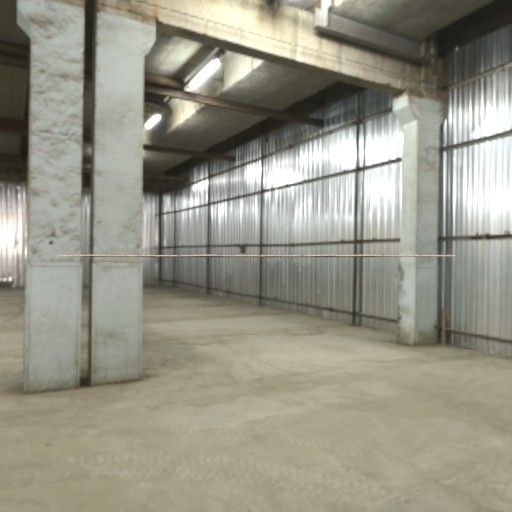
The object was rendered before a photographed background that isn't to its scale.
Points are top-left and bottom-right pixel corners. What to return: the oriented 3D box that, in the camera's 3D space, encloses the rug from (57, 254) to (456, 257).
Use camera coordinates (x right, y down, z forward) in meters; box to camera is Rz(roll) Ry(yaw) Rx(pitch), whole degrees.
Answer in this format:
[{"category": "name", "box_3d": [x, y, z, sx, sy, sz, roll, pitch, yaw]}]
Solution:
[{"category": "rug", "box_3d": [0.000, 0.000, 4.221, 2.468, 0.022, 3.061, 0, 0, 0]}]
